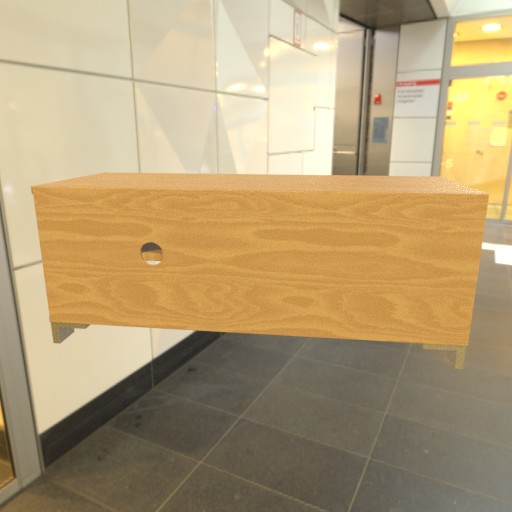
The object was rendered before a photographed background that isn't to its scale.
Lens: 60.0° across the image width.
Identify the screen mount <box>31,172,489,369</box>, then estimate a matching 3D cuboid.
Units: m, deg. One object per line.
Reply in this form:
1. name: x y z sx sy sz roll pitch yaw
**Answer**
1. screen mount: 0.000 0.000 1.286 1.084 0.432 0.406 2 16 7
